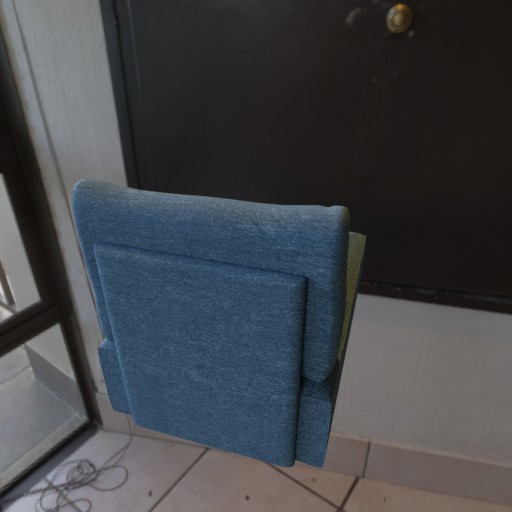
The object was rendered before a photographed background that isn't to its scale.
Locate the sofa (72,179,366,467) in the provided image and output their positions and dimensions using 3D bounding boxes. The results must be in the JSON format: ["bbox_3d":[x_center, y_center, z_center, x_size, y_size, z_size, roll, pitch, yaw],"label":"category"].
[{"bbox_3d":[0.000,0.000,1.542,0.700,0.820,1.000,9,32,15],"label":"sofa"}]
